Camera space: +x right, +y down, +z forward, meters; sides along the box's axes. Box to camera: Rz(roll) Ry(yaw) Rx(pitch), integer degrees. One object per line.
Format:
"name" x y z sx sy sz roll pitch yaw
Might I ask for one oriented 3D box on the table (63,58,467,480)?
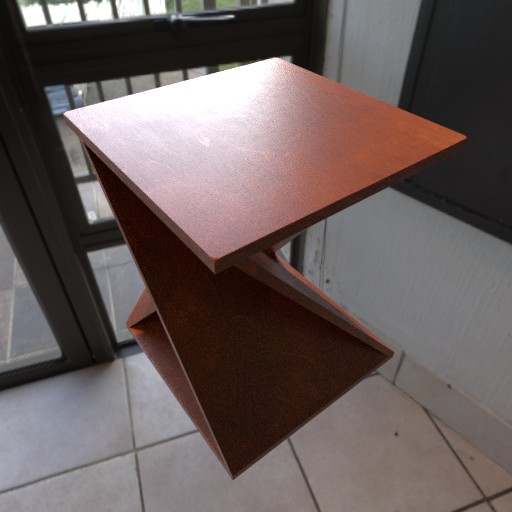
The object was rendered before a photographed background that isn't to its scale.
"table" 0.000 0.000 0.826 0.427 0.520 0.427 -27 48 -27
